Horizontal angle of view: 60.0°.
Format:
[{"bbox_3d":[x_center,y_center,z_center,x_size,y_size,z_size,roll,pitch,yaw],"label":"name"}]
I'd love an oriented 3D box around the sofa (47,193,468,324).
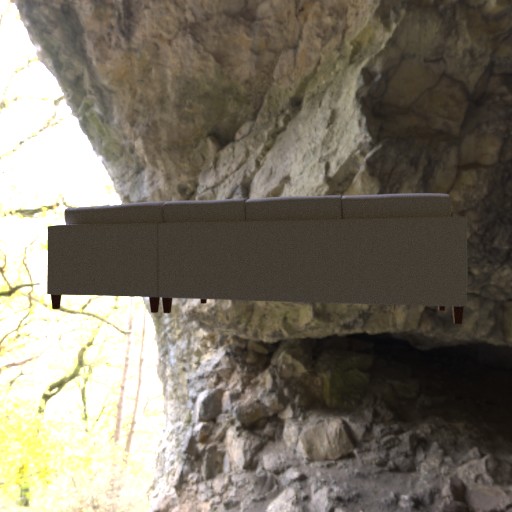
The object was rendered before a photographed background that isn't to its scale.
[{"bbox_3d":[0.000,0.000,4.250,3.471,0.954,1.599,0,0,15],"label":"sofa"}]
